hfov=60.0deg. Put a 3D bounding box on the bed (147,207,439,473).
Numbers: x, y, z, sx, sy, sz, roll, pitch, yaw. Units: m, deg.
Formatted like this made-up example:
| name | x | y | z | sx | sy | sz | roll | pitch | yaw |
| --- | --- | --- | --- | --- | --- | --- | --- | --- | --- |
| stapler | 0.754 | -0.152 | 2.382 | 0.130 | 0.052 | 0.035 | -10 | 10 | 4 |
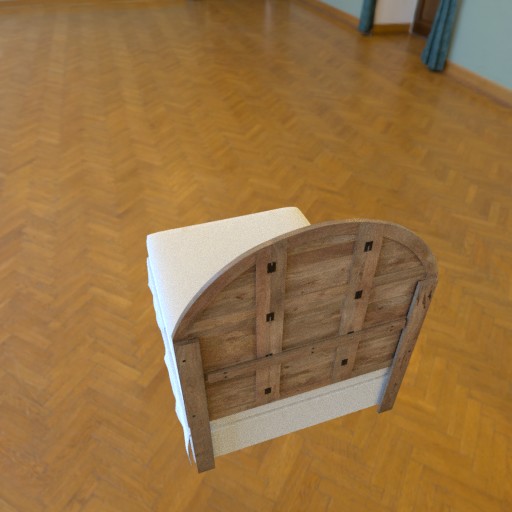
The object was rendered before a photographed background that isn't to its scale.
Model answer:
| name | x | y | z | sx | sy | sz | roll | pitch | yaw |
| --- | --- | --- | --- | --- | --- | --- | --- | --- | --- |
| bed | 0.000 | 0.000 | 3.517 | 1.713 | 2.002 | 2.112 | -12 | 41 | -14 |
